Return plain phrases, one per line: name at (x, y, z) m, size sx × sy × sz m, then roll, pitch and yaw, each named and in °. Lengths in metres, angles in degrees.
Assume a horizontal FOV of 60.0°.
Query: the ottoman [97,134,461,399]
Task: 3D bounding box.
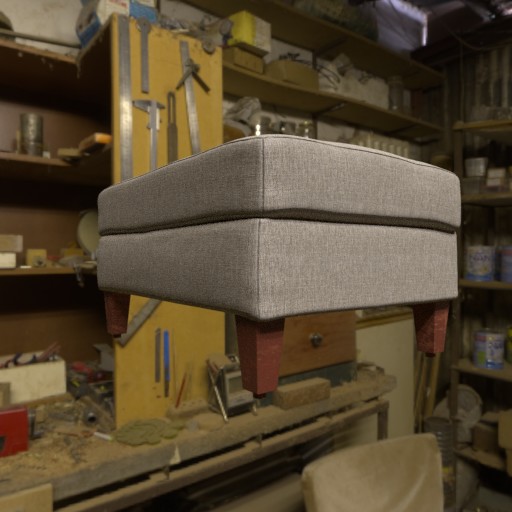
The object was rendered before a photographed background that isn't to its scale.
ottoman at (0.000, 0.000, 1.224) m, size 0.639 × 0.494 × 0.873 m, roll 0°, pitch 0°, yaw -37°
